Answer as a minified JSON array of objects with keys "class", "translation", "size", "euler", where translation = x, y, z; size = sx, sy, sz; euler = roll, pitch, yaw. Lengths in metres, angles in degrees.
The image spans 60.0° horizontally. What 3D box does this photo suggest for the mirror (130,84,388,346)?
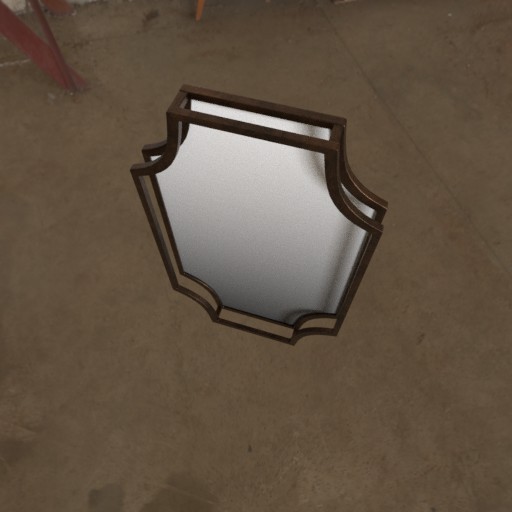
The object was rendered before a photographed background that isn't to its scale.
[{"class":"mirror","translation":[0.000,0.000,0.998],"size":[0.462,0.811,0.066],"euler":[15,60,9]}]
